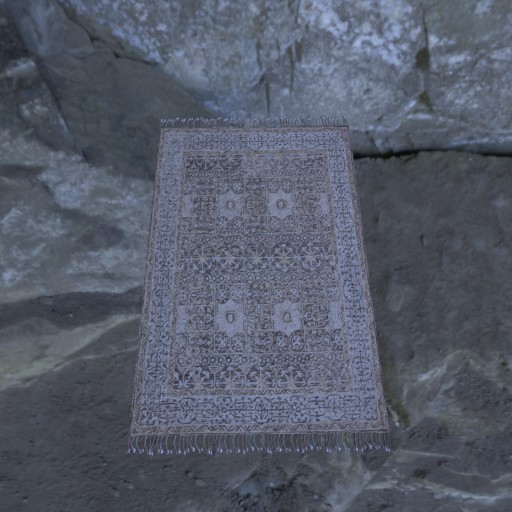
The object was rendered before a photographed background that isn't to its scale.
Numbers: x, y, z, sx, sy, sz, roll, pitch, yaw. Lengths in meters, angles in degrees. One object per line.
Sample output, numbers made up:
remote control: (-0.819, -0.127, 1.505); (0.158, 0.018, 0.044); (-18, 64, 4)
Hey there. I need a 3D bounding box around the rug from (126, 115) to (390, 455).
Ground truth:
rug: (0.000, 0.000, 2.487); (1.237, 0.010, 2.029); (-1, 65, 0)
